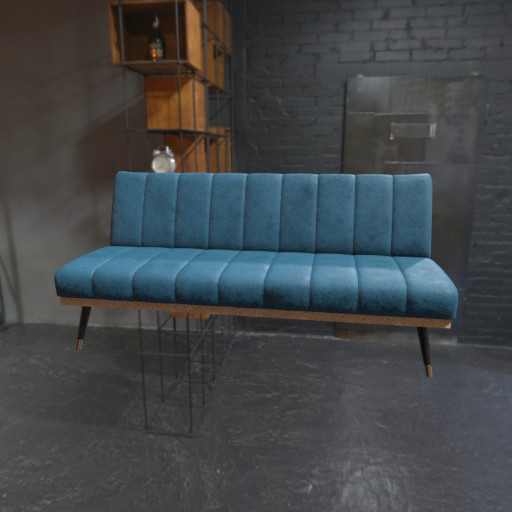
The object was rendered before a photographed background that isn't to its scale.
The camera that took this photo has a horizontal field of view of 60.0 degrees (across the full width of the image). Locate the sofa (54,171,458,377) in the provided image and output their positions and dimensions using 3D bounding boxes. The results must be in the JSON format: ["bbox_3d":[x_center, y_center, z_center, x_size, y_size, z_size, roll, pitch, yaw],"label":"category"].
[{"bbox_3d":[0.000,0.000,2.307,1.810,0.825,0.830,2,14,9],"label":"sofa"}]
